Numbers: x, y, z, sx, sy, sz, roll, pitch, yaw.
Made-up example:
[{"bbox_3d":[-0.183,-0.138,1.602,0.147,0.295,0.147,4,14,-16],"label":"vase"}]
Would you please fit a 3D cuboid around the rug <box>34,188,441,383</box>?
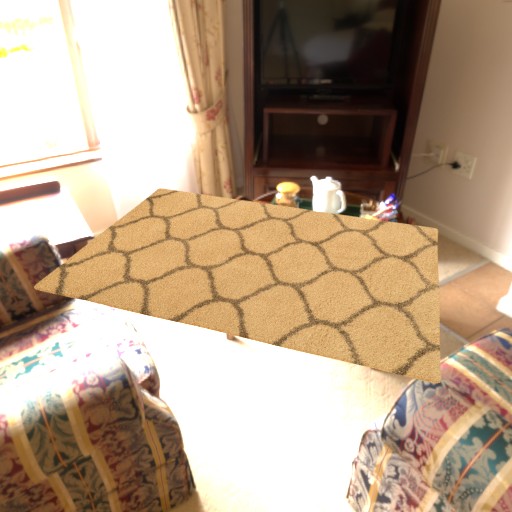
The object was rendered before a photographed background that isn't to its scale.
[{"bbox_3d":[0.000,0.000,3.459,2.701,0.026,1.801,10,34,16],"label":"rug"}]
